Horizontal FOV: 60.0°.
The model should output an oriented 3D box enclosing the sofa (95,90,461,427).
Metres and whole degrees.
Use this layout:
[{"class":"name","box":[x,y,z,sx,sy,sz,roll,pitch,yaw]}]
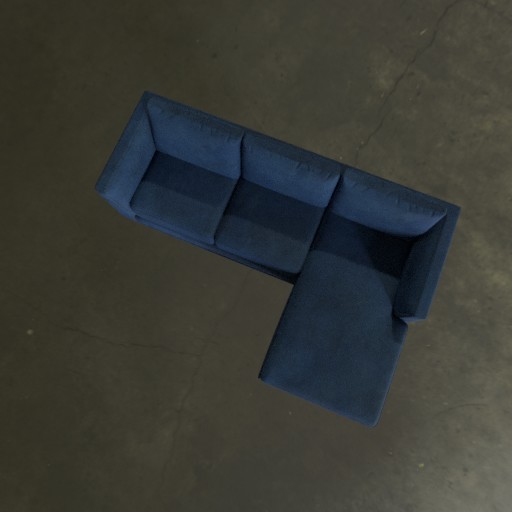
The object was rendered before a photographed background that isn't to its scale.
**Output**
[{"class":"sofa","box":[0.000,0.000,3.252,2.438,0.987,1.622,22,78,5]}]
